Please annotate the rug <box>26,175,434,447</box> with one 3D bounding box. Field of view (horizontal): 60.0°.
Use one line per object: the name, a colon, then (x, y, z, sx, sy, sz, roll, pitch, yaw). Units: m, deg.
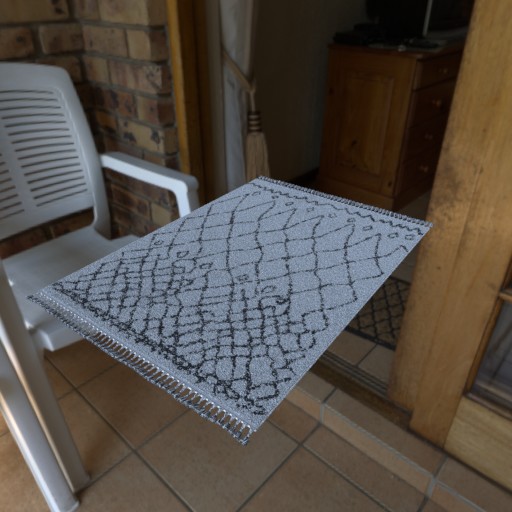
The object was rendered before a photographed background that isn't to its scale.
rug: (0.000, 0.000, 2.937, 1.613, 0.017, 2.312, 21, 38, 30)
